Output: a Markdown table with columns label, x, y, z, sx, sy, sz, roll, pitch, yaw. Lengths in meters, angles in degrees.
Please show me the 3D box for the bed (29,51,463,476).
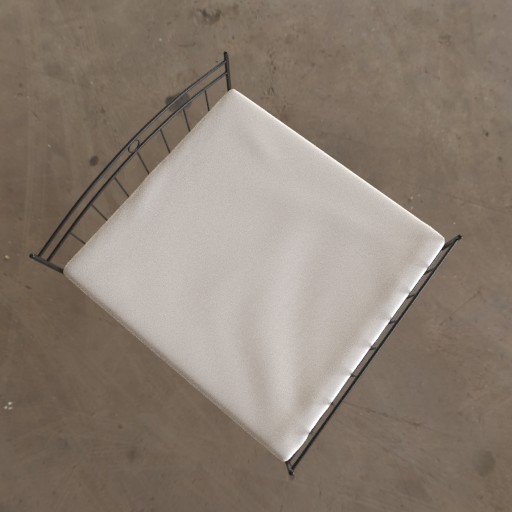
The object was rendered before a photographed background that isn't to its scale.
| label | x | y | z | sx | sy | sz | roll | pitch | yaw |
| --- | --- | --- | --- | --- | --- | --- | --- | --- | --- |
| bed | 0.000 | 0.000 | 3.076 | 2.040 | 0.940 | 1.880 | 38 | 79 | 9 |
